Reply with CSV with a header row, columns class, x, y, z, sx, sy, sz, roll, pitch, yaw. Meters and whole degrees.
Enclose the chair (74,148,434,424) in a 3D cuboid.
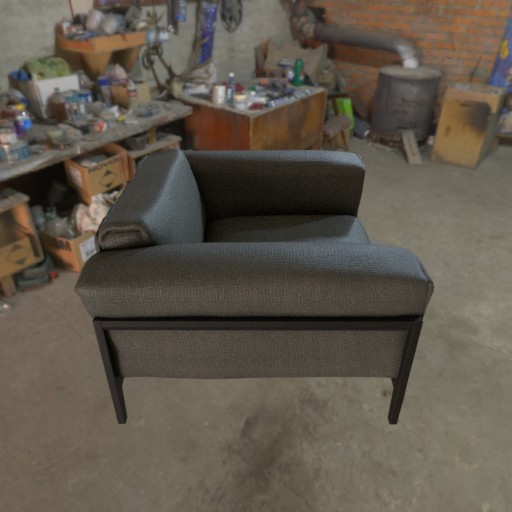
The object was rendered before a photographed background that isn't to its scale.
class,x,y,z,sx,sy,sz,roll,pitch,yaw
chair,0.000,0.000,1.706,0.969,0.646,1.056,0,32,0
